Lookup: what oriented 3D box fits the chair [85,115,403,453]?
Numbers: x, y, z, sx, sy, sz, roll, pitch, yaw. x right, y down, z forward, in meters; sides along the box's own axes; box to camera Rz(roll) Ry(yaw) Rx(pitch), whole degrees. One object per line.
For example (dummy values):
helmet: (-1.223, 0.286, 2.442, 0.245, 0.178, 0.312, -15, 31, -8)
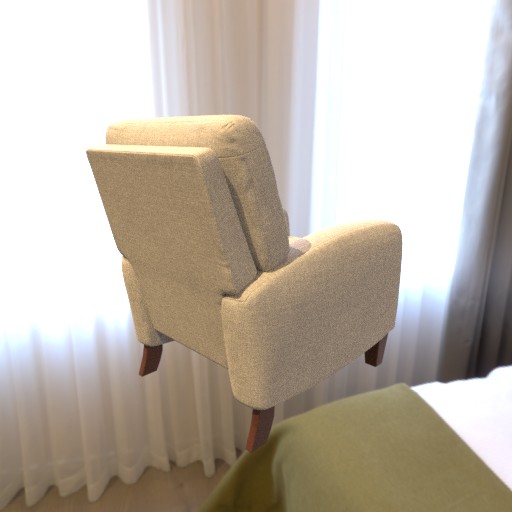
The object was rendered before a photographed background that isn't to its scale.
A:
chair: (0.000, 0.000, 1.683, 0.762, 0.990, 0.990, 15, 21, 43)
